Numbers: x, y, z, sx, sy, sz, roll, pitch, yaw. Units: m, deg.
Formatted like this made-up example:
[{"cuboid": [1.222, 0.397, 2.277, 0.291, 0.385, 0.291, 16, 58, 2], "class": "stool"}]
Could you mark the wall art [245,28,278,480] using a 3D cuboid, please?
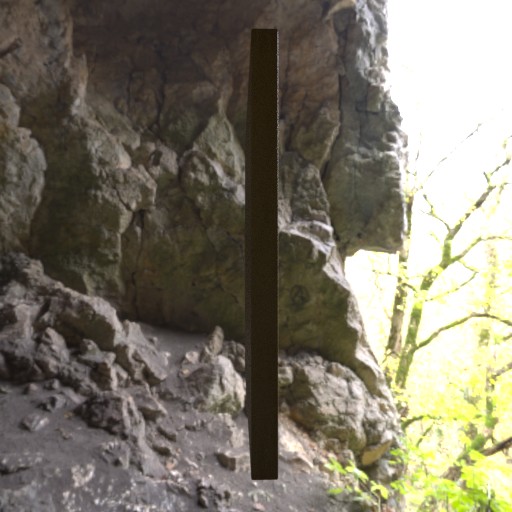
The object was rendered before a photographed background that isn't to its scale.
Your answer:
[{"cuboid": [0.000, 0.000, 0.747, 0.030, 0.506, 0.503, 0, -1, -2], "class": "wall art"}]
